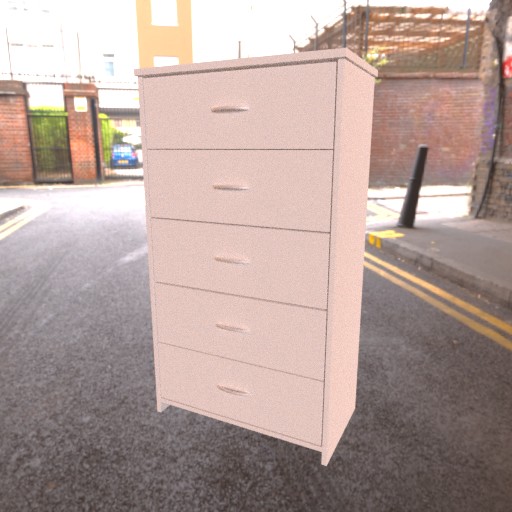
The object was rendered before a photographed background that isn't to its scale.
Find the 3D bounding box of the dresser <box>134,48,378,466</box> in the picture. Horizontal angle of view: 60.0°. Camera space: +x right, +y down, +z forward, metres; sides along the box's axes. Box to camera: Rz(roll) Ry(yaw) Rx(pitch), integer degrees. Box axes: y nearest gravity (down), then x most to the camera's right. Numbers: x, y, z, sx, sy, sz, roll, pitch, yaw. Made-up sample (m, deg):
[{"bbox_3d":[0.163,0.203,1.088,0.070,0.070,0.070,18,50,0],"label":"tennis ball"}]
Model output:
[{"bbox_3d":[0.000,0.000,1.596,0.704,1.255,0.399,7,15,26],"label":"dresser"}]
